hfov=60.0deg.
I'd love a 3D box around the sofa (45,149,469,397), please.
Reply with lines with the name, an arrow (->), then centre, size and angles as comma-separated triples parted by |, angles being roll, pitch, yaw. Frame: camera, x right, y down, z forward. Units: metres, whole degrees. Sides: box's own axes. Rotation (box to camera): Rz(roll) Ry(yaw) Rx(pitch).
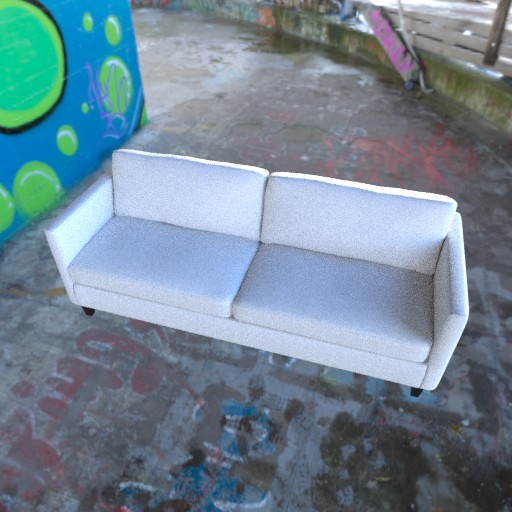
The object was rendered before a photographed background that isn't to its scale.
sofa -> 0.000, 0.000, 2.892 | 2.434, 0.965, 0.948 | 11, 42, 13
